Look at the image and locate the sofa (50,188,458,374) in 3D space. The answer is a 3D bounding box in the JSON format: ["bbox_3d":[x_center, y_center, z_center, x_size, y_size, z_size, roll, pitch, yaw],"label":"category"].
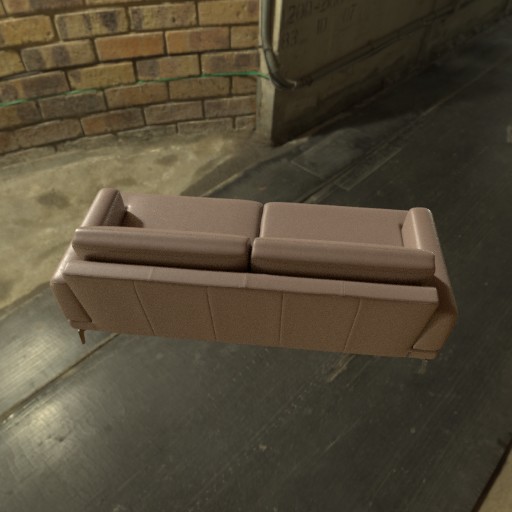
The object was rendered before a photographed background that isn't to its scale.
[{"bbox_3d":[0.000,0.000,2.431,1.940,0.765,0.974,4,47,4],"label":"sofa"}]
